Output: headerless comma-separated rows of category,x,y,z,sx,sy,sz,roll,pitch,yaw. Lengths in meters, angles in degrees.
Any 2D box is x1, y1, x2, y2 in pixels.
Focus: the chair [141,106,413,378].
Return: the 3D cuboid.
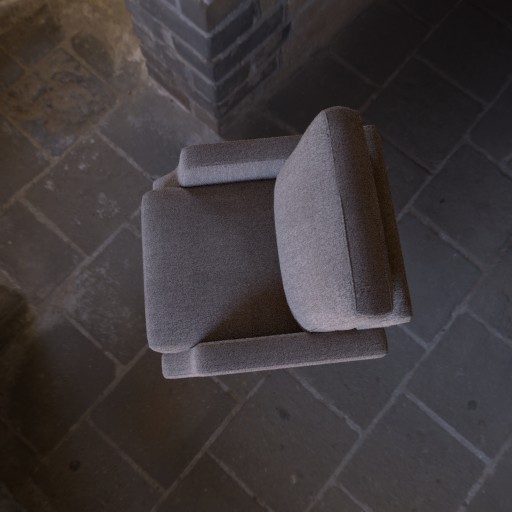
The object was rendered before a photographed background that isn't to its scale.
chair,0.000,0.000,1.717,0.897,0.993,0.855,-6,76,-1
